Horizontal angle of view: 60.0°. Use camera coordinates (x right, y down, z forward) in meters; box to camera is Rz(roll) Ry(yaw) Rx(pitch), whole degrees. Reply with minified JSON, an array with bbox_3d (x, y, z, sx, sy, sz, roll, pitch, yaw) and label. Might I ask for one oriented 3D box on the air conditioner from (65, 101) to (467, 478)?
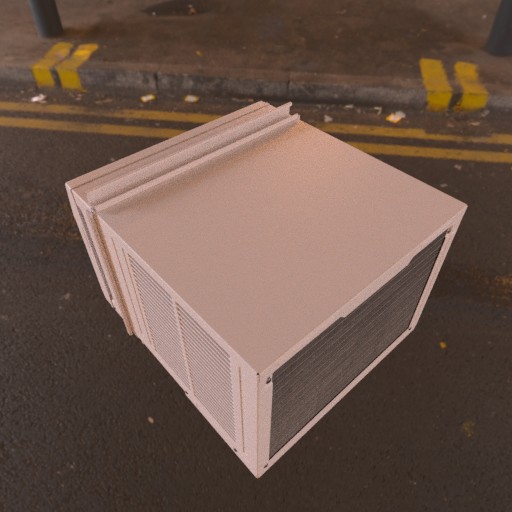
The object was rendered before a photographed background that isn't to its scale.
[{"bbox_3d":[0.000,0.000,0.897,0.503,0.388,0.546,-33,53,-28],"label":"air conditioner"}]
